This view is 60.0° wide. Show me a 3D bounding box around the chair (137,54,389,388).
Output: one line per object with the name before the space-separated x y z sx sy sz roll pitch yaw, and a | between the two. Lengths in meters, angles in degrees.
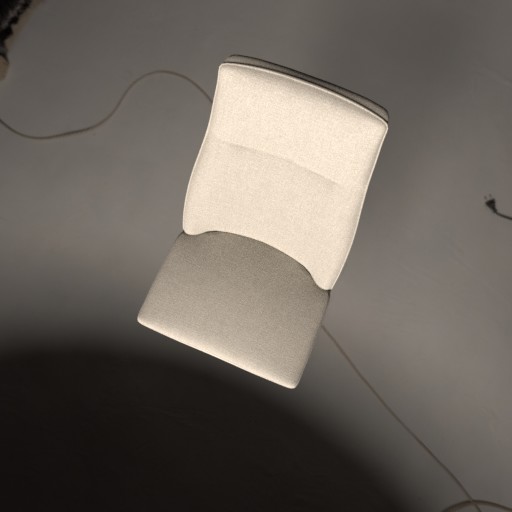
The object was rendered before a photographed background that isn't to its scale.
chair | 0.000 0.000 1.296 0.500 0.930 0.620 22 77 5
